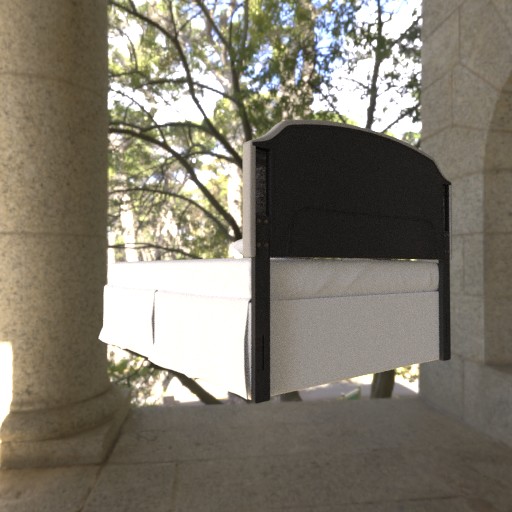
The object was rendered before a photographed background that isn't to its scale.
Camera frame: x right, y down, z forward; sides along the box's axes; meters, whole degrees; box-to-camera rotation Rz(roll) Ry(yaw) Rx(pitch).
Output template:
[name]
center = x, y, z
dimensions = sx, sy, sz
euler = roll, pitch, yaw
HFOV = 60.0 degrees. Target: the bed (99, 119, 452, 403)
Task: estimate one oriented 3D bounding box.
[bed]
center = 0.000, 0.000, 3.059
dimensions = 1.558, 1.270, 1.999
euler = 1, -2, -36
